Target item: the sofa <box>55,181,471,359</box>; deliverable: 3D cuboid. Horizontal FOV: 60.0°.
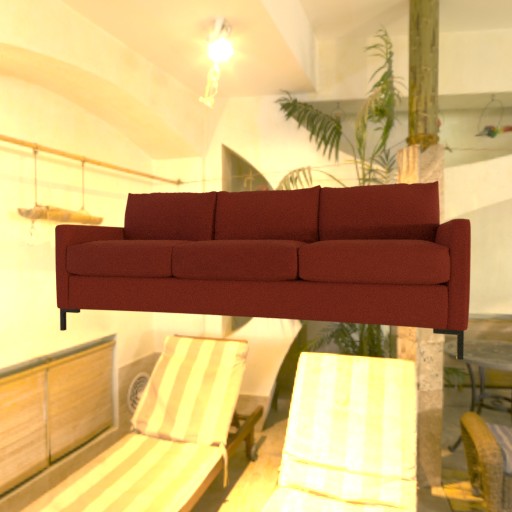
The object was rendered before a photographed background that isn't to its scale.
[{"bbox_3d":[0.000,0.000,2.657,2.252,0.879,0.875,1,2,17],"label":"sofa"}]
